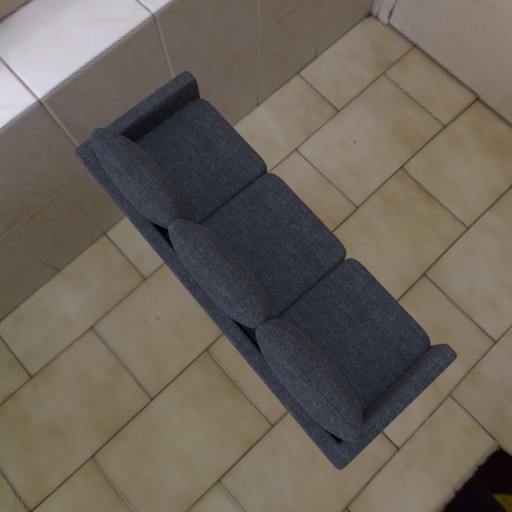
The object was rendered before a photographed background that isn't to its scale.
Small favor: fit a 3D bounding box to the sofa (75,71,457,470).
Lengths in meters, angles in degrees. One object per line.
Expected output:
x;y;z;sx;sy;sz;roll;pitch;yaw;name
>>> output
0.000;0.000;2.589;0.859;0.874;2.218;-40;79;-9;sofa
